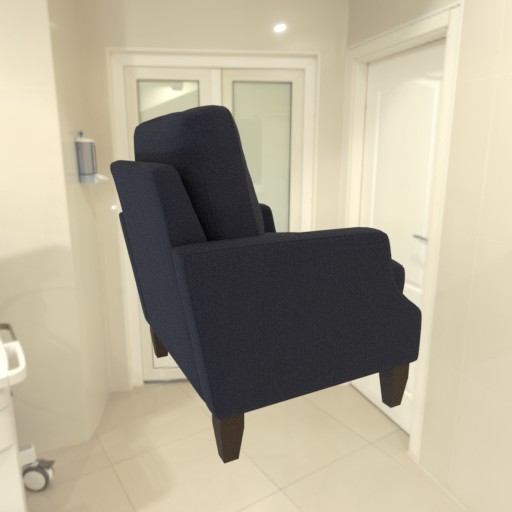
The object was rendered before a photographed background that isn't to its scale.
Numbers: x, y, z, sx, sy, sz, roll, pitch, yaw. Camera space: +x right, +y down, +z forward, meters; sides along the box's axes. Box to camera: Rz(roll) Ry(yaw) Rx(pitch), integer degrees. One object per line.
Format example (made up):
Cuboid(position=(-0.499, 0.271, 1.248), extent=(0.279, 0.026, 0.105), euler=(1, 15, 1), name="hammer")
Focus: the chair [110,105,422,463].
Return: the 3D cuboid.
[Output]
Cuboid(position=(0.000, 0.000, 1.626), extent=(0.897, 0.991, 0.855), euler=(-7, 15, -26), name="chair")
